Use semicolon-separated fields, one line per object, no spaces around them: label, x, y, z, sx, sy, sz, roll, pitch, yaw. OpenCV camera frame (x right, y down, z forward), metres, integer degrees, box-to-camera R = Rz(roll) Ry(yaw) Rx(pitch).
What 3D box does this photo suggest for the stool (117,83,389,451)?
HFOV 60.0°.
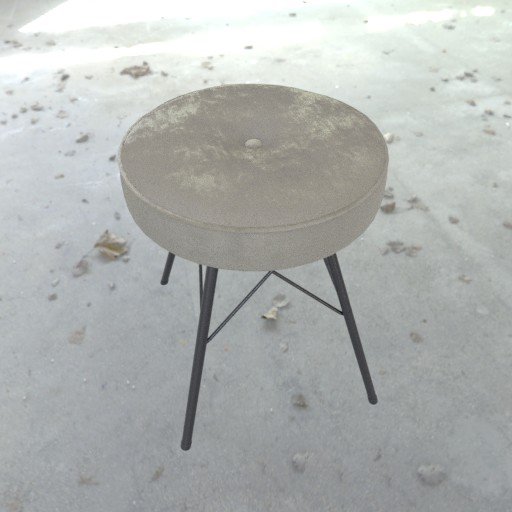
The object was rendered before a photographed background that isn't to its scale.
stool;0.000;0.000;0.862;0.423;0.538;0.457;-10;46;-10
